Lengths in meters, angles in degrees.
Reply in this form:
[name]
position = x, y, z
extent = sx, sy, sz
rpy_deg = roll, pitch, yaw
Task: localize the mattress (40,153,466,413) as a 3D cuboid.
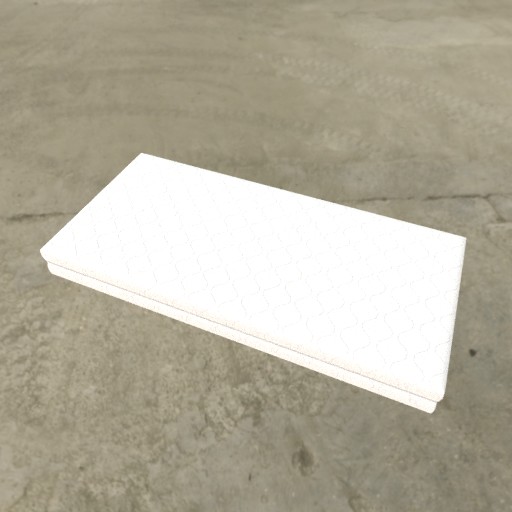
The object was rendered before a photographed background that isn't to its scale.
[mattress]
position = 0.000, 0.000, 2.231
extent = 1.900, 0.200, 0.900
rpy_deg = 17, 49, 15
